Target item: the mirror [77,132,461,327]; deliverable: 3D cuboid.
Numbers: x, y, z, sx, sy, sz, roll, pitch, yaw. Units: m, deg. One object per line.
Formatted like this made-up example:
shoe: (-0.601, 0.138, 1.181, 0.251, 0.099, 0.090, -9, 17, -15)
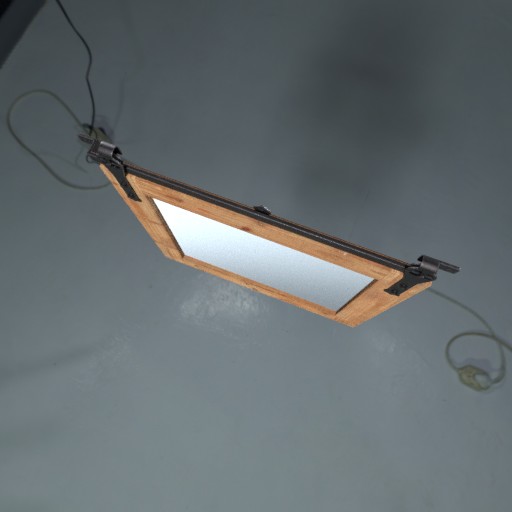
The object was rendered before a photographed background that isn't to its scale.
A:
mirror: (0.000, 0.000, 1.194, 0.805, 0.800, 0.054, 20, 75, 6)
